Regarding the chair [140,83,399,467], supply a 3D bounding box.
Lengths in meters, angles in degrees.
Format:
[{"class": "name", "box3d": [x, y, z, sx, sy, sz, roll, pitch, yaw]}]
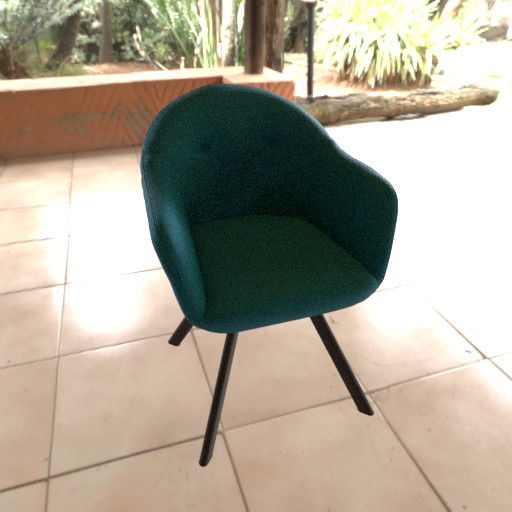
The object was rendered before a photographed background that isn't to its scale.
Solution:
[{"class": "chair", "box3d": [0.000, 0.000, 1.163, 0.545, 0.775, 0.565, -10, 32, -16]}]
